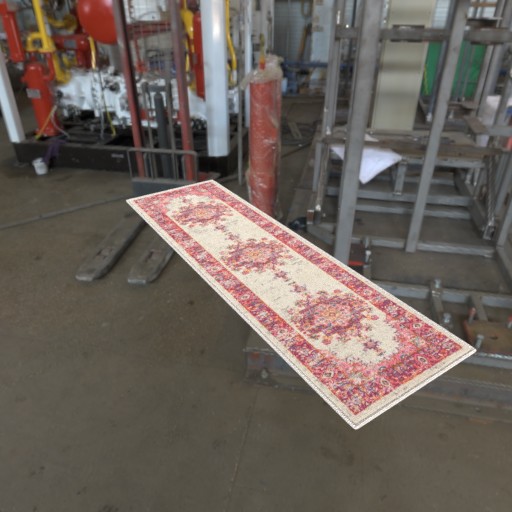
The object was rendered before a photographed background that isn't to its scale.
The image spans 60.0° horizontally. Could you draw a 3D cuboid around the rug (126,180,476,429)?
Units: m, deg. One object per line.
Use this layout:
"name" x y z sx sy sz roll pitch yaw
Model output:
"rug" 0.000 0.000 1.992 0.562 0.009 1.824 -19 36 -28
